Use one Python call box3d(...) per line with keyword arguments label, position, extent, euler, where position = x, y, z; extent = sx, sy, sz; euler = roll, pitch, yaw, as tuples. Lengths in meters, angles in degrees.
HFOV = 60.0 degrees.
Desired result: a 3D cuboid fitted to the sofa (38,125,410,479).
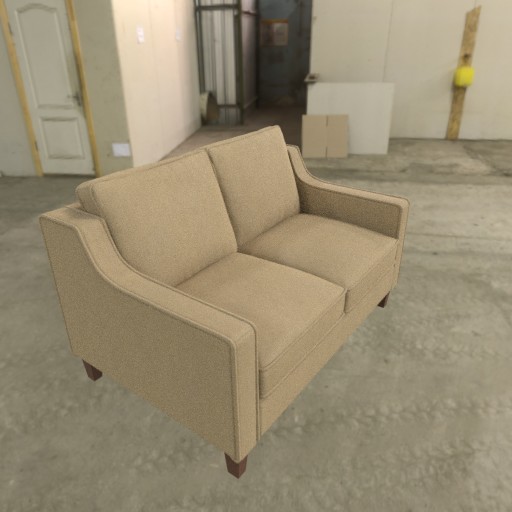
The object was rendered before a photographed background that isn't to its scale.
box3d(label="sofa", position=(0.000, 0.000, 2.127), extent=(0.987, 0.971, 1.501), euler=(18, 32, 32))
